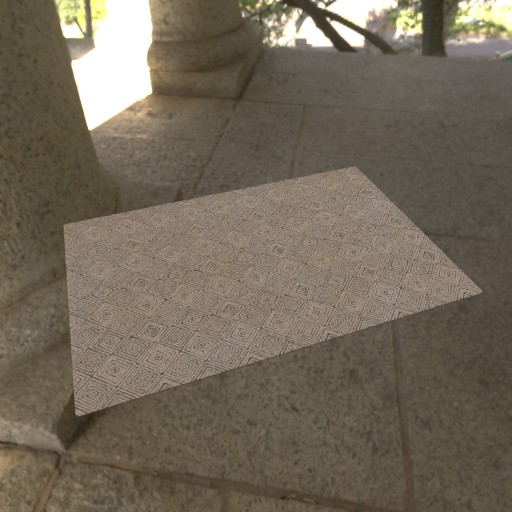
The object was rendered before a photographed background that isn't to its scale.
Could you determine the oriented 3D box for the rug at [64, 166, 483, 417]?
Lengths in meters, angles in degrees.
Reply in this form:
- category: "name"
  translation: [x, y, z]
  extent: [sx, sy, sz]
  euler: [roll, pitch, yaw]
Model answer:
- category: "rug"
  translation: [0.000, 0.000, 2.209]
  extent: [1.783, 0.008, 1.175]
  euler: [-14, 44, -15]
